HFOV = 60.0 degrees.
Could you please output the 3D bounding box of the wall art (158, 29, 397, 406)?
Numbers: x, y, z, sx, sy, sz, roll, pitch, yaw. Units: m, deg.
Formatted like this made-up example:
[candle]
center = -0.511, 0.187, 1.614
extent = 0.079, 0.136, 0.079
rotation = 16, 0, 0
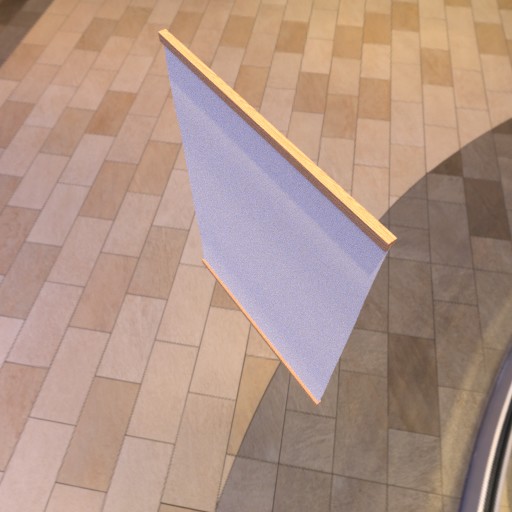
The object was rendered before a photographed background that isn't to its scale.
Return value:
[wall art]
center = 0.000, 0.000, 1.298
extent = 0.020, 1.016, 0.739
rotation = -32, 63, -19
